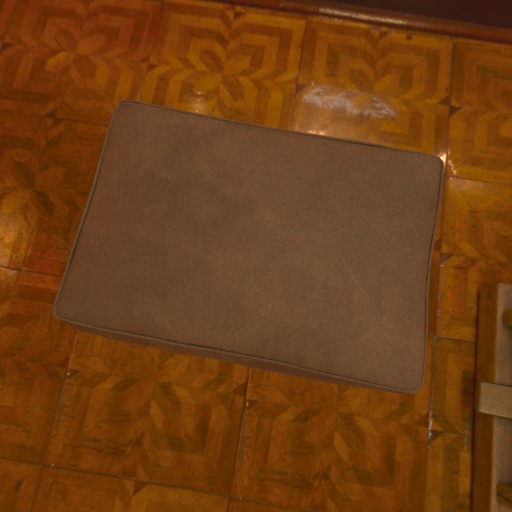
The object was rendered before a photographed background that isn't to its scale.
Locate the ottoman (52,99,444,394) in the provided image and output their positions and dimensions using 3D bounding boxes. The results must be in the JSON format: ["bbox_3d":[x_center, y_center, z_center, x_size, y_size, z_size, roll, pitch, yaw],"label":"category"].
[{"bbox_3d":[0.000,0.000,1.232,0.860,0.481,0.596,11,76,3],"label":"ottoman"}]
